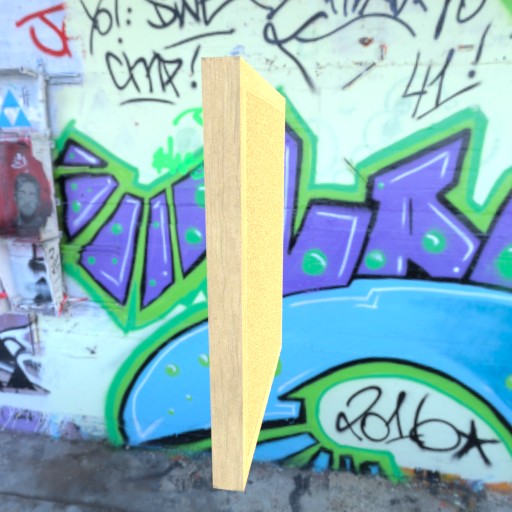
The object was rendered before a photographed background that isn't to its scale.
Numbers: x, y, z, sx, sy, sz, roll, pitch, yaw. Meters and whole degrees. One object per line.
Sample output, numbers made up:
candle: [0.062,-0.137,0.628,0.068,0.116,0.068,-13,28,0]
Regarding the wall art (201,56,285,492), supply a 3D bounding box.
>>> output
wall art: [0.000,0.000,0.523,0.030,0.380,0.312,2,14,9]
